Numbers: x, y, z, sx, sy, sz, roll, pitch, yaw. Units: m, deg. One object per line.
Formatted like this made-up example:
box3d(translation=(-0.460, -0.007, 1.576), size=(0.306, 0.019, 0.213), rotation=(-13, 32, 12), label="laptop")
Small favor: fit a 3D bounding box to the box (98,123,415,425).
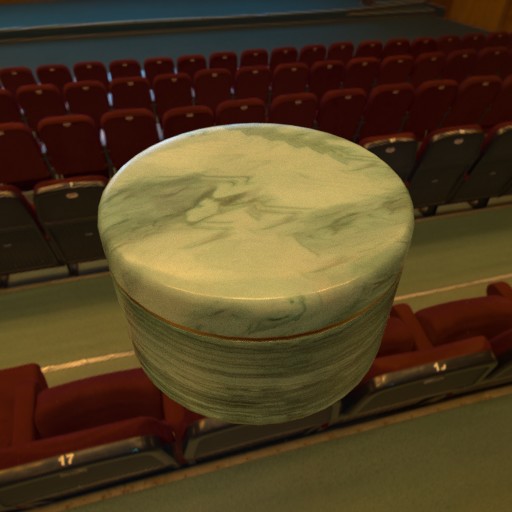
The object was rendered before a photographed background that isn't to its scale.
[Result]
box3d(translation=(0.000, 0.000, 0.163), size=(0.101, 0.063, 0.101), rotation=(0, 41, 0), label="box")
